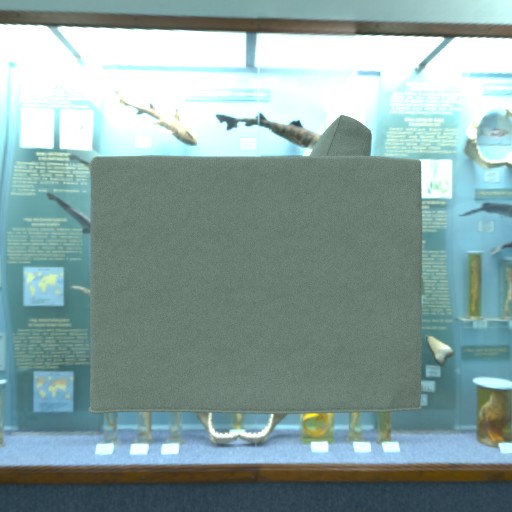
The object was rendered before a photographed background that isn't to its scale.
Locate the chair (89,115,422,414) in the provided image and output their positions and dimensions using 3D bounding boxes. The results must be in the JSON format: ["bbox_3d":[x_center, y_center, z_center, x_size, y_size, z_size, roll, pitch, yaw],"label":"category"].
[{"bbox_3d":[0.000,0.000,1.725,0.949,0.863,1.057,0,0,0],"label":"chair"}]
